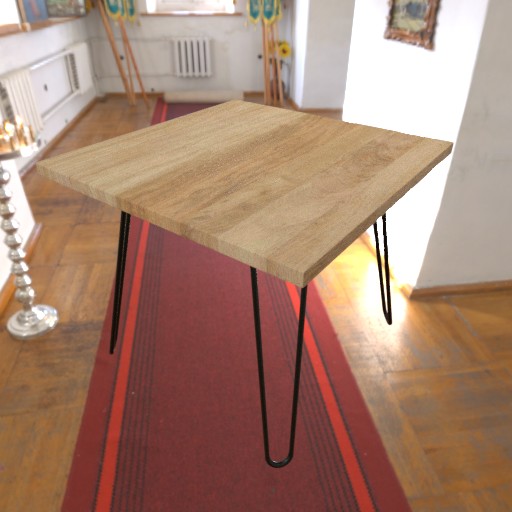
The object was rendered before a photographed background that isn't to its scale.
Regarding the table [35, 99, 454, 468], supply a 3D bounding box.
[{"bbox_3d":[0.000,0.000,1.025,0.599,0.500,0.599,22,39,30],"label":"table"}]
